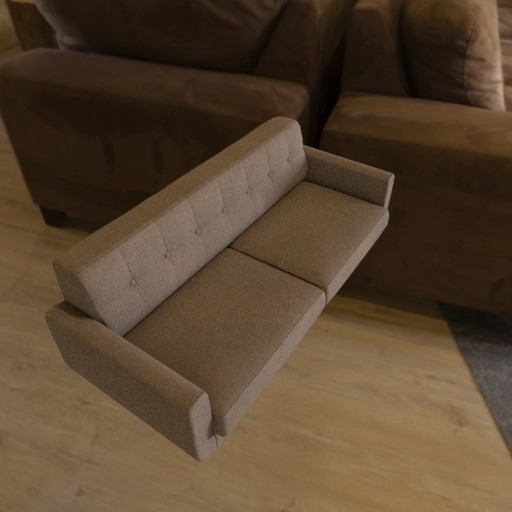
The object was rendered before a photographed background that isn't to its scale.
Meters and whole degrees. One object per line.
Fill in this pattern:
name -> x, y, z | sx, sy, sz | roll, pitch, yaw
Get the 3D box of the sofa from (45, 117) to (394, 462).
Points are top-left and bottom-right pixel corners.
sofa -> 0.000, 0.000, 2.495 | 0.909, 0.841, 2.029 | 24, 46, 25
